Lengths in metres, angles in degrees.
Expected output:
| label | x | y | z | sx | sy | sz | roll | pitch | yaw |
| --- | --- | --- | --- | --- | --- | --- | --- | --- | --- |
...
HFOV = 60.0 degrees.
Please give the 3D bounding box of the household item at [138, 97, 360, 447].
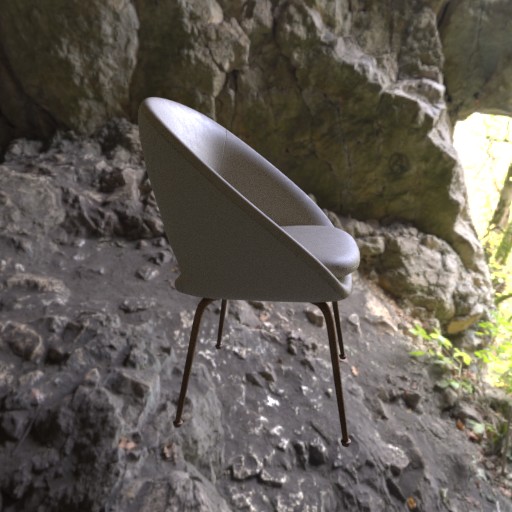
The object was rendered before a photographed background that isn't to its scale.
| label | x | y | z | sx | sy | sz | roll | pitch | yaw |
| --- | --- | --- | --- | --- | --- | --- | --- | --- | --- |
| household item | 0.000 | 0.000 | 1.258 | 0.573 | 0.852 | 0.623 | 3 | 16 | 9 |
